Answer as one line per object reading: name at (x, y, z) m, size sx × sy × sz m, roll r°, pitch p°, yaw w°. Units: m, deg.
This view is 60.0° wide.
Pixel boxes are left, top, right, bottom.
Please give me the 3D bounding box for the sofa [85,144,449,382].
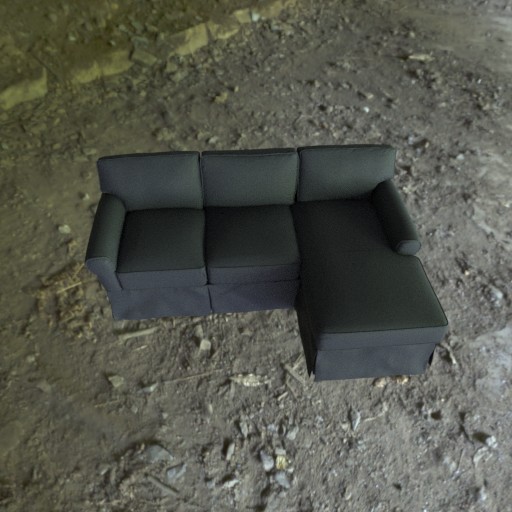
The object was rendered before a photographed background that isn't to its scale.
sofa at (0.000, 0.000, 3.402) m, size 2.518 × 1.039 × 1.637 m, roll -3°, pitch 46°, yaw -3°
